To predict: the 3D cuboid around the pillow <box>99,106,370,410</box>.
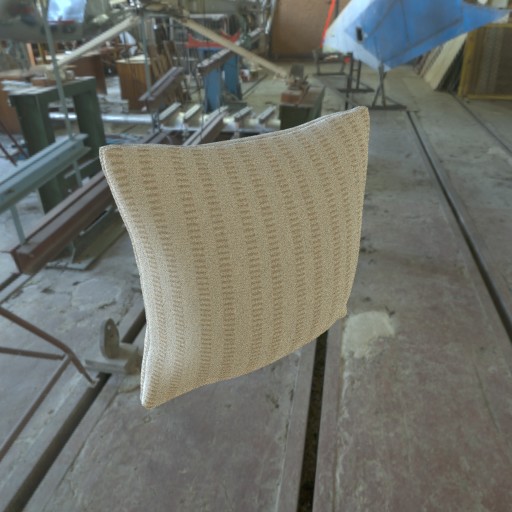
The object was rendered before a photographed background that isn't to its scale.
[{"bbox_3d":[0.000,0.000,0.708,0.438,0.419,0.247,-19,35,-29],"label":"pillow"}]
